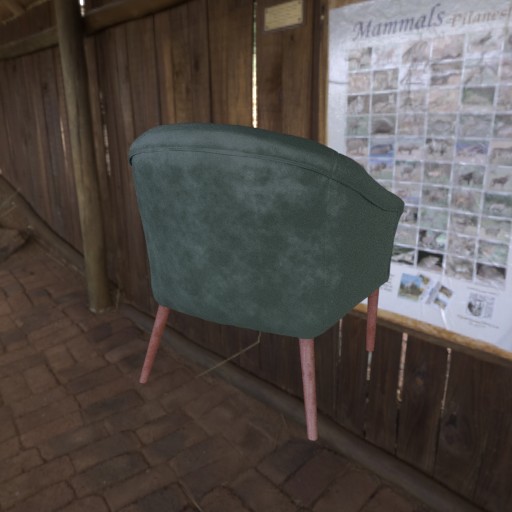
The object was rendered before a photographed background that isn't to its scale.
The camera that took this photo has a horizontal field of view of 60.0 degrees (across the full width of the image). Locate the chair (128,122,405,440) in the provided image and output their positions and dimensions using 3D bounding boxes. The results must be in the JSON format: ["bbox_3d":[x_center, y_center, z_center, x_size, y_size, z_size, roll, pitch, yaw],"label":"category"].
[{"bbox_3d":[0.000,0.000,1.530,0.851,0.885,0.776,9,19,26],"label":"chair"}]
